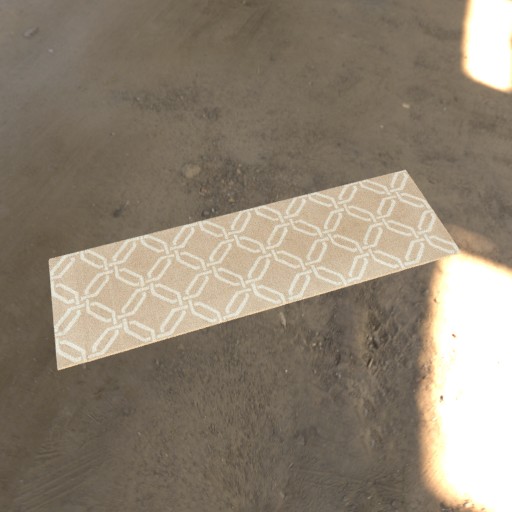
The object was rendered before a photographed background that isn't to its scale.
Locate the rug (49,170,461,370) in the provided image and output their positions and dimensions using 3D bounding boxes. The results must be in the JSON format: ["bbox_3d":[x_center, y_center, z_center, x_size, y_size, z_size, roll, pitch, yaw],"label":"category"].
[{"bbox_3d":[0.000,0.000,2.549,2.276,0.014,0.678,-15,59,-9],"label":"rug"}]
